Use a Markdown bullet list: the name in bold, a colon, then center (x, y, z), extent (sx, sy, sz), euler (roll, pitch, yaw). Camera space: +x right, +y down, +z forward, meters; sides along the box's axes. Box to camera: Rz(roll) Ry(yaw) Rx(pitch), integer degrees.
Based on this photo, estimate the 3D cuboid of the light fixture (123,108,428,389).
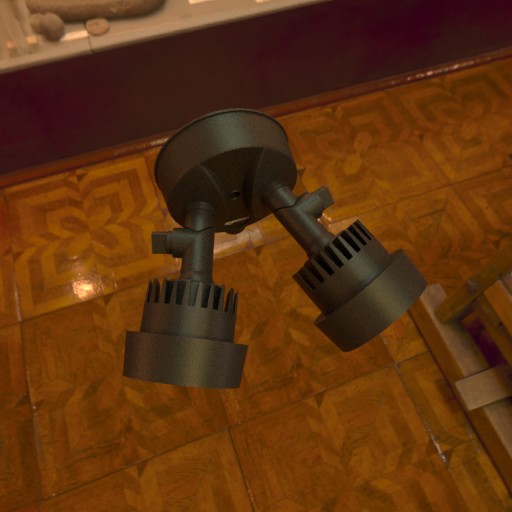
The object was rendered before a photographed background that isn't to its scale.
- **light fixture**: center (0.000, 0.000, 0.316), extent (0.213, 0.120, 0.168), euler (-16, 63, -8)
